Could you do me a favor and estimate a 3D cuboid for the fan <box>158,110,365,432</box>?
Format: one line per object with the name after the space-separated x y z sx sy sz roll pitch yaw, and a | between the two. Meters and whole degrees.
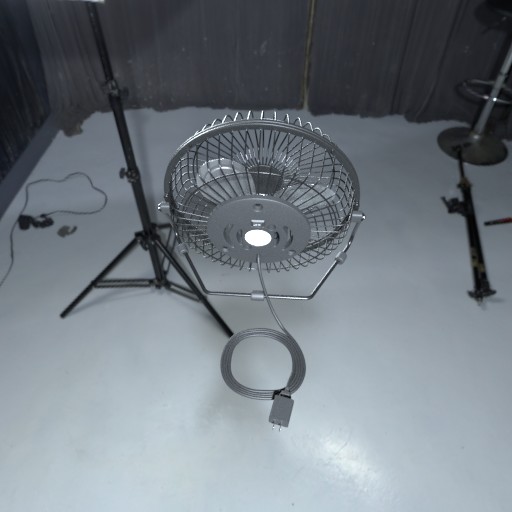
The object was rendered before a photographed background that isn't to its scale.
0.000 0.000 0.377 0.209 0.188 0.227 3 47 3 | fan
